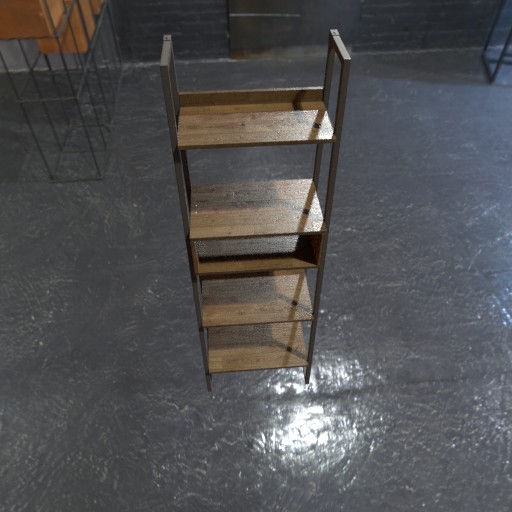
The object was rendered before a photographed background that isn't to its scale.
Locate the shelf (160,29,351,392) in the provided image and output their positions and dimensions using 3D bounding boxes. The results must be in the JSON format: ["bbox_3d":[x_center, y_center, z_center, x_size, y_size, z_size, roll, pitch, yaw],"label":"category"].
[{"bbox_3d":[0.000,0.000,2.250,0.652,2.005,0.454,-3,48,-3],"label":"shelf"}]
